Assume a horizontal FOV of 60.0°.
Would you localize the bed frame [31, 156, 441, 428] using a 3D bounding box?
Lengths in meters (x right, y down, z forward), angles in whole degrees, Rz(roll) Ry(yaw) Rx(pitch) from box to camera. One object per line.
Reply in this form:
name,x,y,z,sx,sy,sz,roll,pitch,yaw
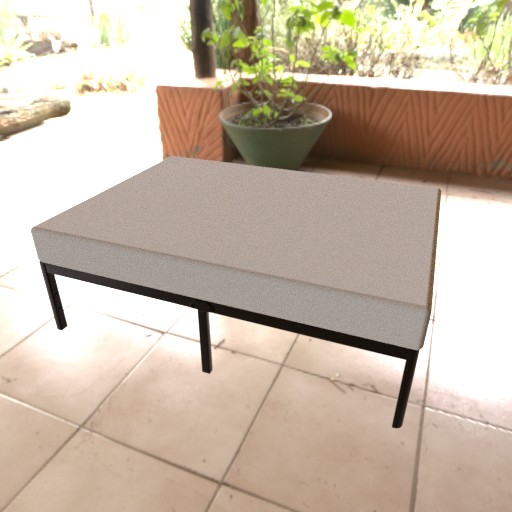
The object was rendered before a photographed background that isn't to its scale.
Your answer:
bed frame,0.000,0.000,2.680,1.956,0.659,1.408,11,31,19
